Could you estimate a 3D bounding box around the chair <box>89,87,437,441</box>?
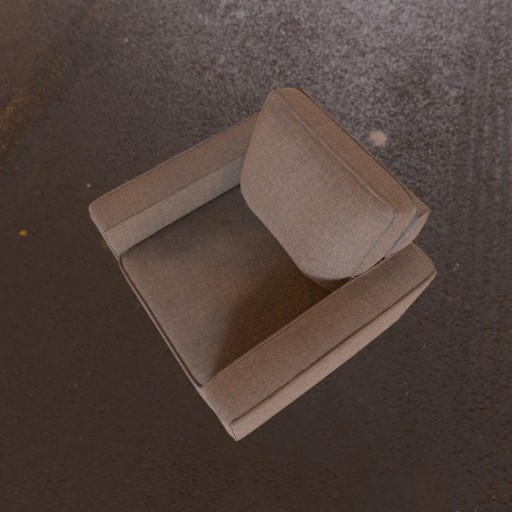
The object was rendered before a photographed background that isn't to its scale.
[{"bbox_3d":[0.000,0.000,1.768,0.940,0.914,1.016,-33,68,-15],"label":"chair"}]
